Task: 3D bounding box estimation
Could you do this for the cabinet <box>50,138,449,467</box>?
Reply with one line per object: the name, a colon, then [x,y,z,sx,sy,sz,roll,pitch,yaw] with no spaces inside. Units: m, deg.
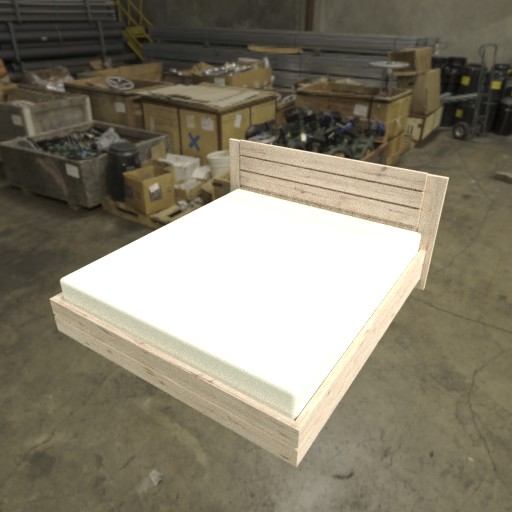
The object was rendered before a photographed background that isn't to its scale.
cabinet: [0.000,0.000,3.140,1.950,0.970,2.080,18,34,29]
